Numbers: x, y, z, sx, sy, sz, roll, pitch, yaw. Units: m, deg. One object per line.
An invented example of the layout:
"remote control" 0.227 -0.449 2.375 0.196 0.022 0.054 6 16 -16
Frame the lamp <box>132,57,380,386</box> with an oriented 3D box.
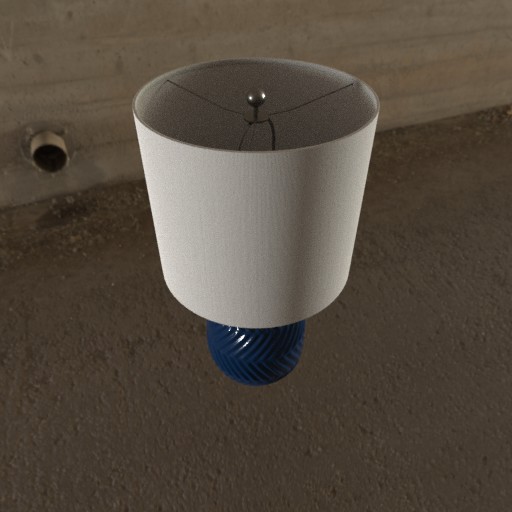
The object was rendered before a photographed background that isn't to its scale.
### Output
"lamp" 0.000 0.000 0.488 0.203 0.368 0.203 23 46 25
